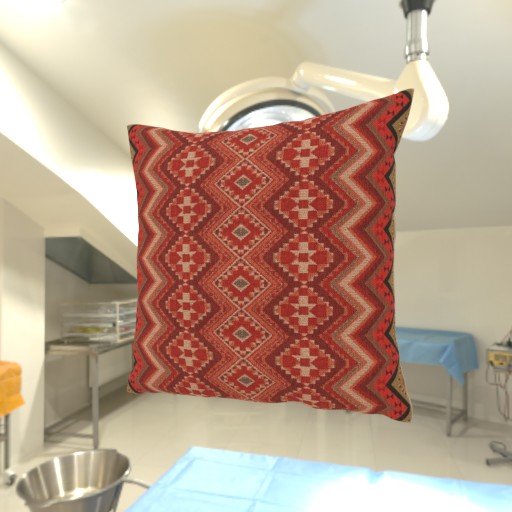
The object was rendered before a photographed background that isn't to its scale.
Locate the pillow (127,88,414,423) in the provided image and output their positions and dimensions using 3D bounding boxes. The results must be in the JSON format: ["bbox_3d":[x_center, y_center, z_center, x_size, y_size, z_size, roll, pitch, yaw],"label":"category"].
[{"bbox_3d":[0.000,0.000,0.759,0.513,0.511,0.158,0,-1,19],"label":"pillow"}]
